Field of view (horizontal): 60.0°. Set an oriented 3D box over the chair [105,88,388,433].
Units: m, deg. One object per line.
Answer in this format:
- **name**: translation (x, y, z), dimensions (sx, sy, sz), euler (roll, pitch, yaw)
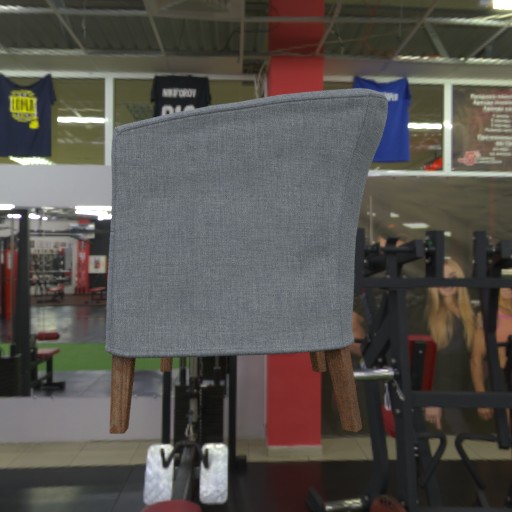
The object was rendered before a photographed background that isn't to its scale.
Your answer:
- **chair**: translation (0.000, 0.000, 1.235), dimensions (0.668, 0.771, 0.600), euler (0, 0, 0)
